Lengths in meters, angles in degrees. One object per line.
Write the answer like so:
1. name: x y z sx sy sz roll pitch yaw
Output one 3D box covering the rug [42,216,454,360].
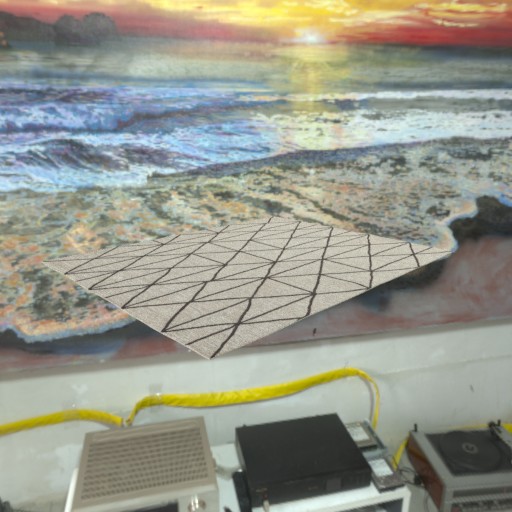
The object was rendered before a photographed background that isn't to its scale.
1. rug: 0.000 0.000 4.184 3.061 0.022 2.468 -15 22 -42
